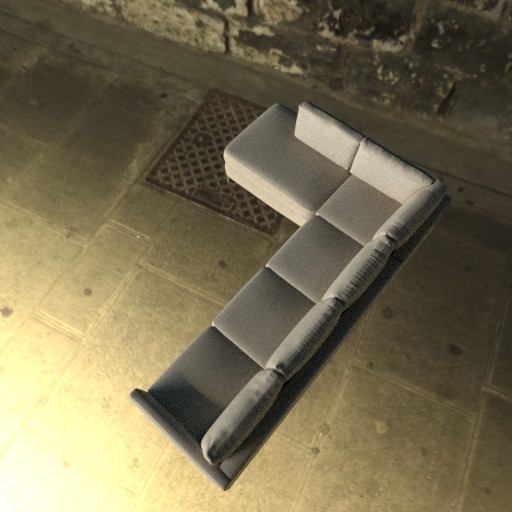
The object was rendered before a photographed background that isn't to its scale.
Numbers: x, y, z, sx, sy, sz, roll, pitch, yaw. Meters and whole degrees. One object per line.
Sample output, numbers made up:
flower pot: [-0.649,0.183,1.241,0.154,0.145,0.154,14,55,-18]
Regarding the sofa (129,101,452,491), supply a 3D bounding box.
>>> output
sofa: [0.000,0.000,3.062,1.617,0.703,2.423,37,68,17]
